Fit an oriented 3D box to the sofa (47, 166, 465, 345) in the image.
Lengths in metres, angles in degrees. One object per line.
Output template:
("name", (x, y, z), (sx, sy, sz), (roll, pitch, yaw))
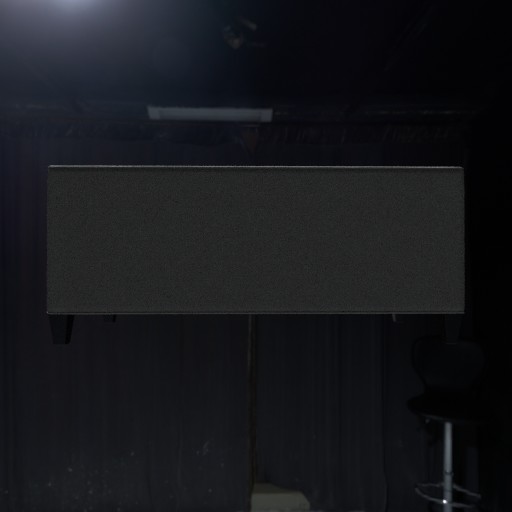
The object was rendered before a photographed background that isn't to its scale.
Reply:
("sofa", (0.000, 0.000, 2.257), (1.778, 0.762, 0.775), (0, 0, -1))
